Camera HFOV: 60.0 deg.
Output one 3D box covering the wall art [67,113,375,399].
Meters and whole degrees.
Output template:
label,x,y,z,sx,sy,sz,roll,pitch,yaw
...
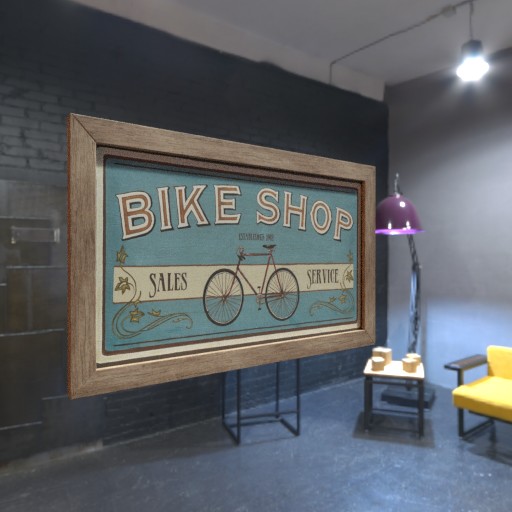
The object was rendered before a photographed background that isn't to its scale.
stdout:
label,x,y,z,sx,sy,sz,roll,pitch,yaw
wall art,0.000,0.000,0.978,0.780,0.480,0.021,0,0,-36
